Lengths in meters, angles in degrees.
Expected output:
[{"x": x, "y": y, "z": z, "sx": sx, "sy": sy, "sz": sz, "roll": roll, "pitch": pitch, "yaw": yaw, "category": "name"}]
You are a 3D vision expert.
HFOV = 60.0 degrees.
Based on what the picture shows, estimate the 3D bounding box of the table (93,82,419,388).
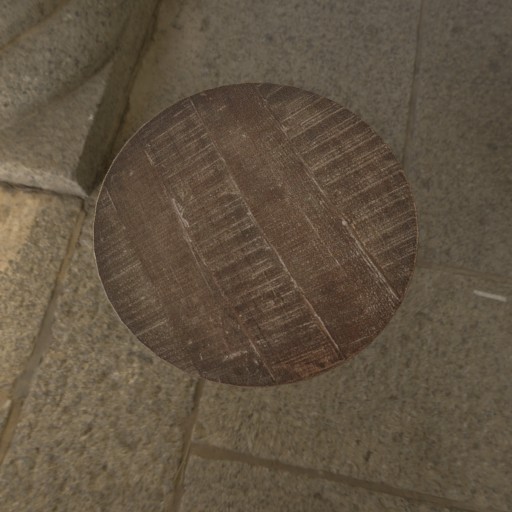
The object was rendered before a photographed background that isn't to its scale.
[{"x": 0.000, "y": 0.000, "z": 0.970, "sx": 0.557, "sy": 0.437, "sz": 0.557, "roll": 0, "pitch": 73, "yaw": 0, "category": "table"}]
